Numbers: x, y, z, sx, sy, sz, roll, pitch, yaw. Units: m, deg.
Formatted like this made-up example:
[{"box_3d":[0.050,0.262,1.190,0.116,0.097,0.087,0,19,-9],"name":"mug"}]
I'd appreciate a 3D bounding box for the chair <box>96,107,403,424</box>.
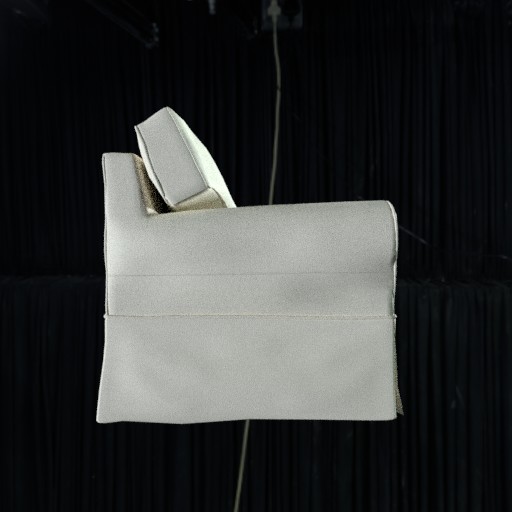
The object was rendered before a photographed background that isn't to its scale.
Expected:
[{"box_3d":[0.000,0.000,1.793,0.904,0.958,1.099,0,1,1],"name":"chair"}]
